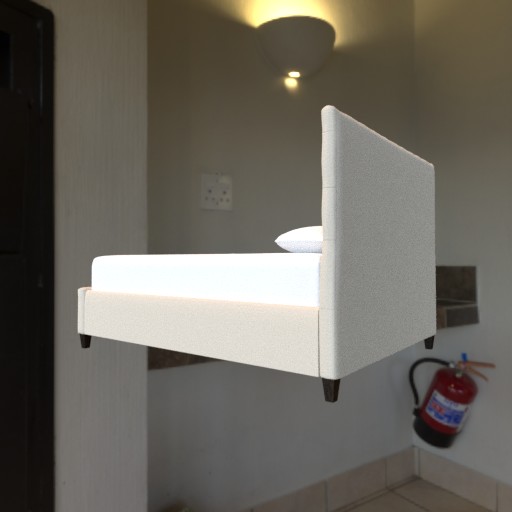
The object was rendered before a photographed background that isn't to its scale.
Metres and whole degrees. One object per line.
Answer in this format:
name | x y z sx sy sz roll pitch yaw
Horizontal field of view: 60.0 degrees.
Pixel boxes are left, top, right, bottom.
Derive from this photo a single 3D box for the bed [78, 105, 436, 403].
bed | 0.000 0.000 3.431 2.233 1.426 1.696 0 -1 37
